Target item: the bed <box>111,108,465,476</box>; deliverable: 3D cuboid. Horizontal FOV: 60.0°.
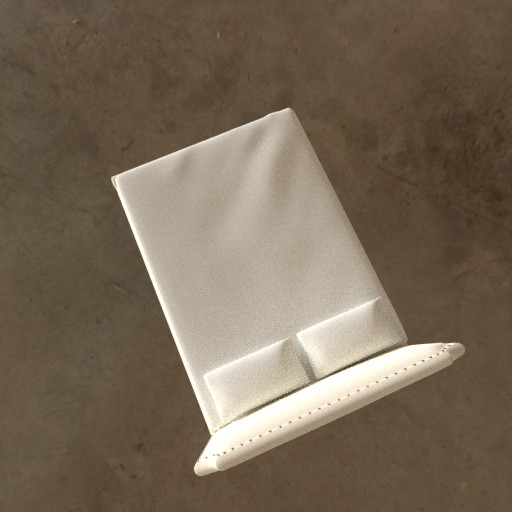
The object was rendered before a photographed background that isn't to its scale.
[{"bbox_3d":[0.000,0.000,3.344,1.712,1.443,2.365,-23,78,-5],"label":"bed"}]
